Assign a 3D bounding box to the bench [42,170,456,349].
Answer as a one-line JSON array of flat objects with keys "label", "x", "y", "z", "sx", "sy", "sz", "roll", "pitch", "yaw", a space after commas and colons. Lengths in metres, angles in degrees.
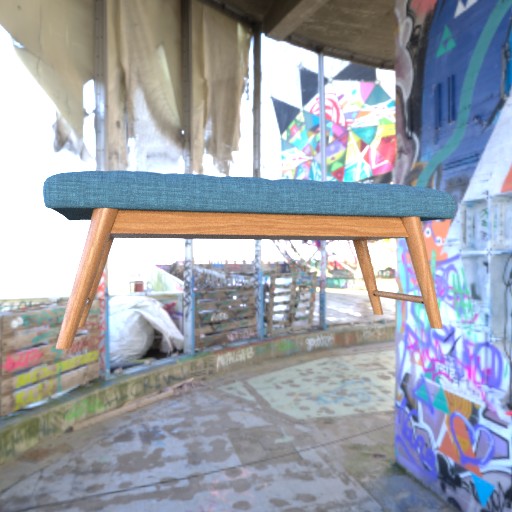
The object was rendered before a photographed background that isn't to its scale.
[{"label": "bench", "x": 0.000, "y": 0.000, "z": 1.344, "sx": 1.118, "sy": 0.432, "sz": 0.406, "roll": 0, "pitch": 0, "yaw": -16}]
